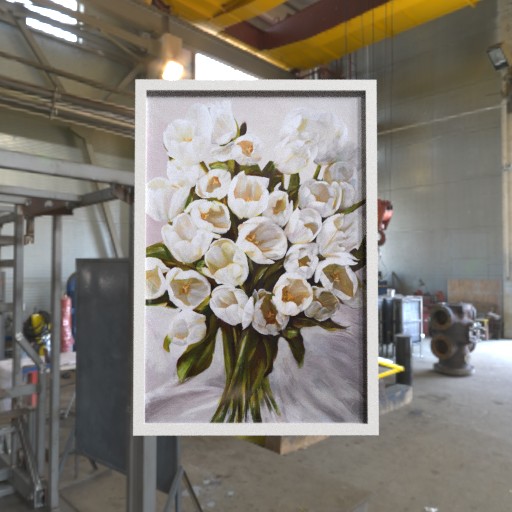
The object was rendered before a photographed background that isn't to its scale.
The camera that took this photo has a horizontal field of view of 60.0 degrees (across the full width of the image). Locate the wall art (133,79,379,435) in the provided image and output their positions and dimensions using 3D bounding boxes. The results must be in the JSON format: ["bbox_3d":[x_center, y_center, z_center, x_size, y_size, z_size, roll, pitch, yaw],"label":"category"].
[{"bbox_3d":[0.000,0.000,0.545,0.293,0.428,0.025,0,-1,0],"label":"wall art"}]
